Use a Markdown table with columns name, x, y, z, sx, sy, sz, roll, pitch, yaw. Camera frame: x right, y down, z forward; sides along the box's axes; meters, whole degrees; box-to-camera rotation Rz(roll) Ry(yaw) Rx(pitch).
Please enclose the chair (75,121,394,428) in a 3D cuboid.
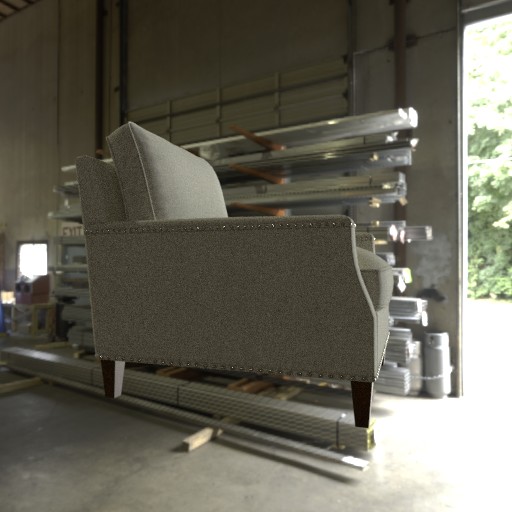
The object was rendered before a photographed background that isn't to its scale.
| name | x | y | z | sx | sy | sz | roll | pitch | yaw |
| --- | --- | --- | --- | --- | --- | --- | --- | --- | --- |
| chair | 0.000 | 0.000 | 1.725 | 1.014 | 0.943 | 0.853 | 0 | -1 | 19 |
